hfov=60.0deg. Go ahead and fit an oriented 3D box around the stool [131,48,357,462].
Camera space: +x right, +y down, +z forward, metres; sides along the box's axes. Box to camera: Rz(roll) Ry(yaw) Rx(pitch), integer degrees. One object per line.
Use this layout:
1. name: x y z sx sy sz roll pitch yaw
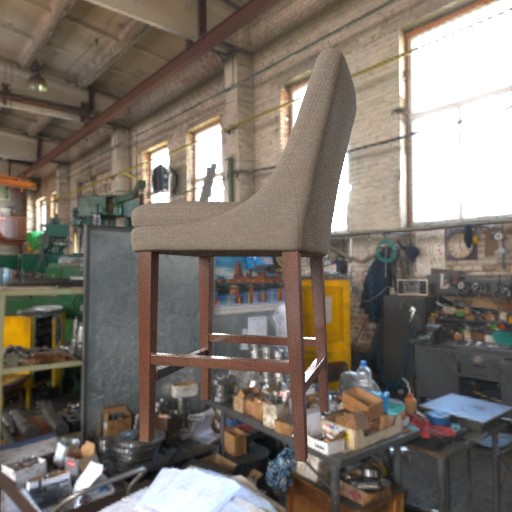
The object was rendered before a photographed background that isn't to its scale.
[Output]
1. stool: 0.000 0.000 1.302 0.577 0.981 0.470 -1 -2 17
